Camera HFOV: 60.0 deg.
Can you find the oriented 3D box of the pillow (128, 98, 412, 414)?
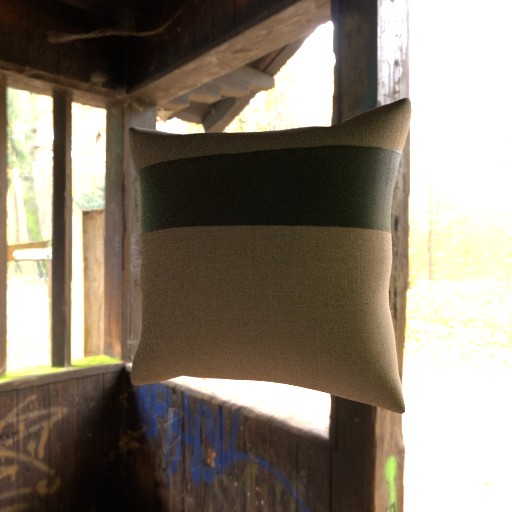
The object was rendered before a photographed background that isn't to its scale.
[{"bbox_3d":[0.000,0.000,0.623,0.414,0.399,0.173,0,0,18],"label":"pillow"}]
